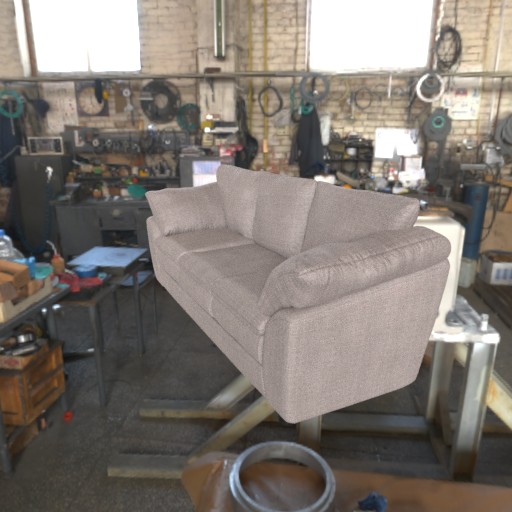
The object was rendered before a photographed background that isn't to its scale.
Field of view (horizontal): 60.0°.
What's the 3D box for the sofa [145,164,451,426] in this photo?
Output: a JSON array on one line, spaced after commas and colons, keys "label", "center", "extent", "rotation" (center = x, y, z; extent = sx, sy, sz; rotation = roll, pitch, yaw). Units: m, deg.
[{"label": "sofa", "center": [0.000, 0.000, 2.833], "extent": [0.878, 0.996, 2.334], "rotation": [-8, 18, -26]}]
